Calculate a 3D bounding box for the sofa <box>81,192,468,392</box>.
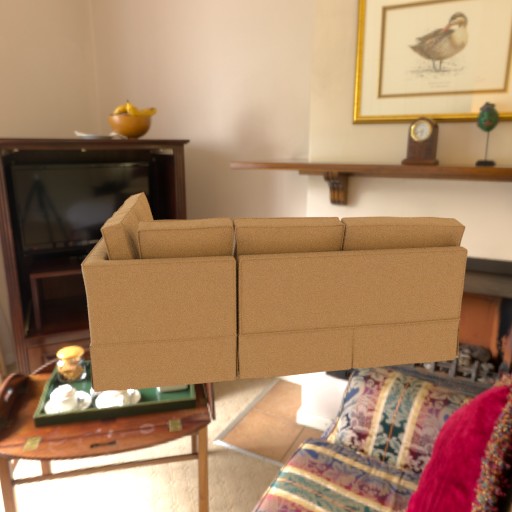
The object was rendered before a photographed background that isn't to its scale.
[{"bbox_3d":[0.000,0.000,4.345,2.730,1.124,2.733,-2,14,-10],"label":"sofa"}]
